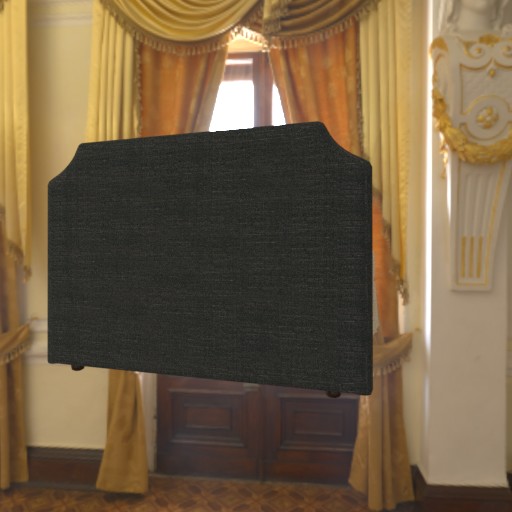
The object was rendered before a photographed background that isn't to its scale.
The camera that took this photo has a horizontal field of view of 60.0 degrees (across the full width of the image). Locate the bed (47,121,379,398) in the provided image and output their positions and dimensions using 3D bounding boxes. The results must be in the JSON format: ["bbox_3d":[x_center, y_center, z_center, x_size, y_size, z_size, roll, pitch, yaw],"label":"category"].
[{"bbox_3d":[0.000,0.000,3.296,1.828,1.297,2.208,0,1,19],"label":"bed"}]
